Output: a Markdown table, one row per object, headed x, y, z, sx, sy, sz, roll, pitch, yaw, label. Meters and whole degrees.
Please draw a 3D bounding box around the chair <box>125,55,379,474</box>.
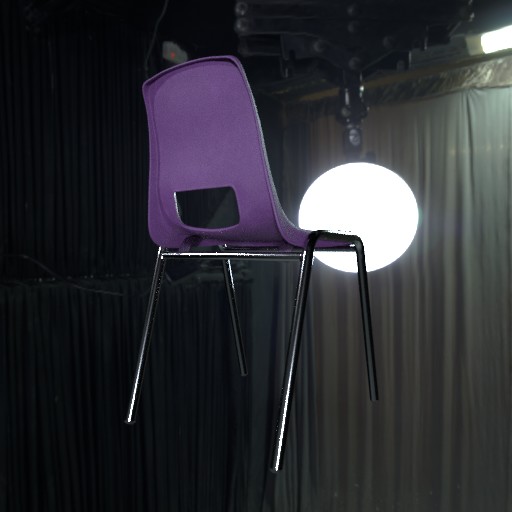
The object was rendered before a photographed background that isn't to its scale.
| x | y | z | sx | sy | sz | roll | pitch | yaw | label |
| --- | --- | --- | --- | --- | --- | --- | --- | --- | --- |
| 0.000 | 0.000 | 0.920 | 0.381 | 0.654 | 0.432 | 1 | 1 | 34 | chair |
